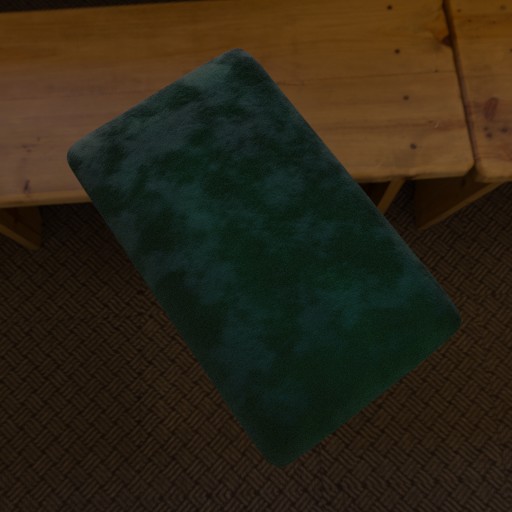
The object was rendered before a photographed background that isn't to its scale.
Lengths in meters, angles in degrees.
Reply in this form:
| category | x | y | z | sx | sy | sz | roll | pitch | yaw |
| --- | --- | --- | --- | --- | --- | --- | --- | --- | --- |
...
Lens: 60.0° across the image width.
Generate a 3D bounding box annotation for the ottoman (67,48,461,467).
| category | x | y | z | sx | sy | sz | roll | pitch | yaw |
| --- | --- | --- | --- | --- | --- | --- | --- | --- | --- |
| ottoman | 0.000 | 0.000 | 1.227 | 0.536 | 0.533 | 0.886 | -35 | 79 | -8 |
